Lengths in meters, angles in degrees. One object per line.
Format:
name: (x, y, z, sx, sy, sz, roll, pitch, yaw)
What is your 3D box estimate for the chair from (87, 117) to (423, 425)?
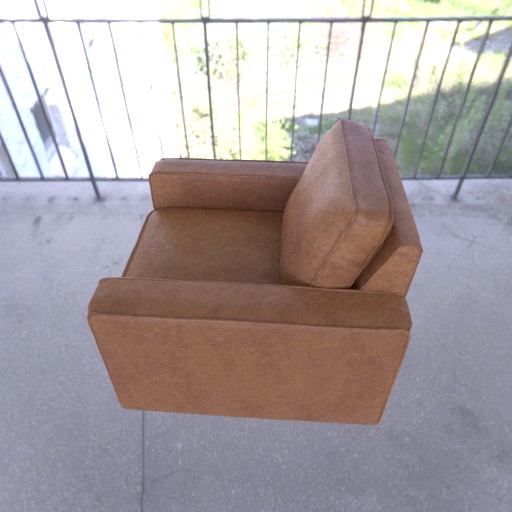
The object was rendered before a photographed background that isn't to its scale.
chair: (0.000, 0.000, 1.738, 1.027, 0.901, 0.987, 1, 42, 1)
